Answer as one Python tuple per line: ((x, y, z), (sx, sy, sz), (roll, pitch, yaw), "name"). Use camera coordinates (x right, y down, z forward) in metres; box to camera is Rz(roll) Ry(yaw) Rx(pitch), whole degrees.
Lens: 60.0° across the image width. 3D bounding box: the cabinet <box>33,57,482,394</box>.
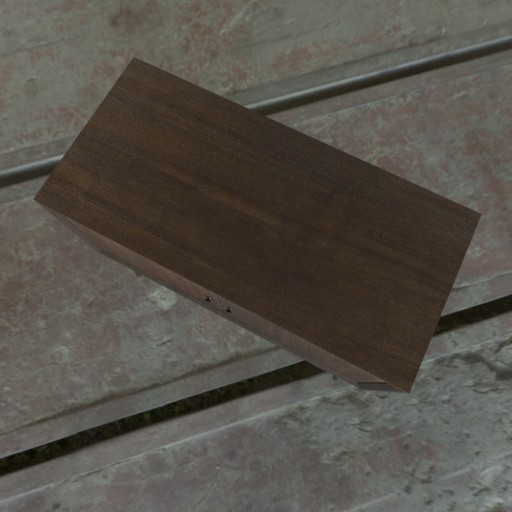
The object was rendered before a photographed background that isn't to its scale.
((0.000, 0.000, 1.126), (0.743, 0.654, 0.354), (26, 76, 7), "cabinet")
